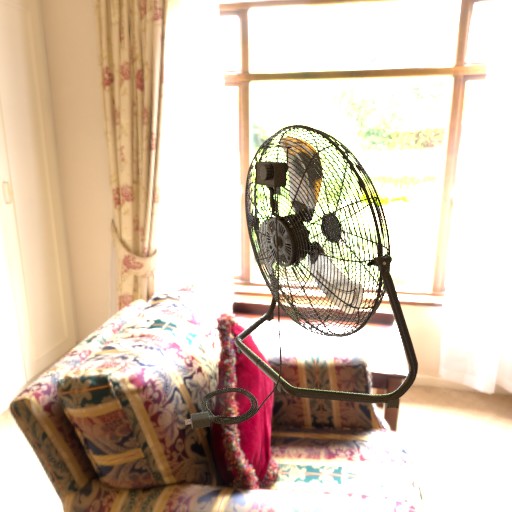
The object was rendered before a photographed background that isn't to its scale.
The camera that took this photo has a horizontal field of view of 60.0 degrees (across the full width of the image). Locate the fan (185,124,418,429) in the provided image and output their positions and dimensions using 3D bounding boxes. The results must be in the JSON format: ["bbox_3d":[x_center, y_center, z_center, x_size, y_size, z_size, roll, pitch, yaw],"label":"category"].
[{"bbox_3d":[0.000,0.000,0.953,0.424,0.546,0.555,-7,16,-27],"label":"fan"}]
